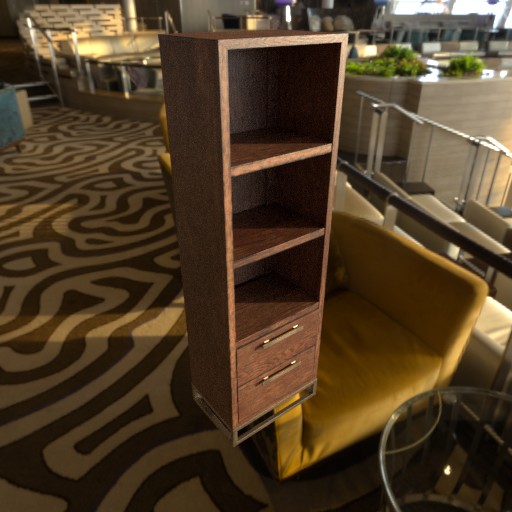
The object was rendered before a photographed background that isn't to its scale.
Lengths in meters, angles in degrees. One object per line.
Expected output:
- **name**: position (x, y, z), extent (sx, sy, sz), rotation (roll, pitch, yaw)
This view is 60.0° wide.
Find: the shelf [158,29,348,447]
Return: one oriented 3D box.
- **shelf**: position (0.000, 0.000, 1.930), extent (0.539, 1.732, 0.395), rotation (-21, 36, -32)
